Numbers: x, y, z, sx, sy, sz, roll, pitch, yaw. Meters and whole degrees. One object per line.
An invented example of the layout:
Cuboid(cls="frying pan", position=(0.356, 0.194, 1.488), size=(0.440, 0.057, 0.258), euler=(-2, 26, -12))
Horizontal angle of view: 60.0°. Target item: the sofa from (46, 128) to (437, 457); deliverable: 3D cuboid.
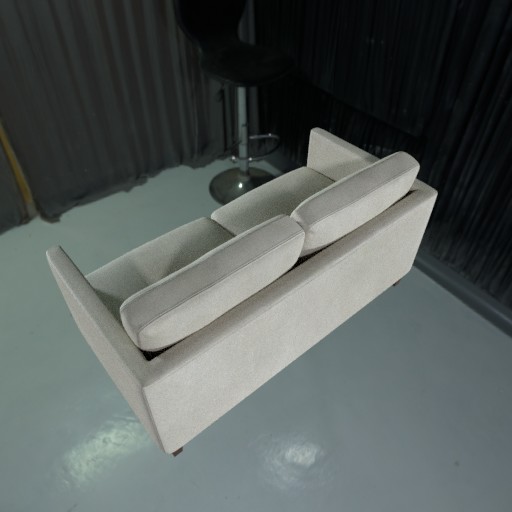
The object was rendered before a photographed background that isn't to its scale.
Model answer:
Cuboid(cls="sofa", position=(0.000, 0.000, 2.412), size=(1.846, 0.940, 0.950), euler=(-31, 52, -27))
